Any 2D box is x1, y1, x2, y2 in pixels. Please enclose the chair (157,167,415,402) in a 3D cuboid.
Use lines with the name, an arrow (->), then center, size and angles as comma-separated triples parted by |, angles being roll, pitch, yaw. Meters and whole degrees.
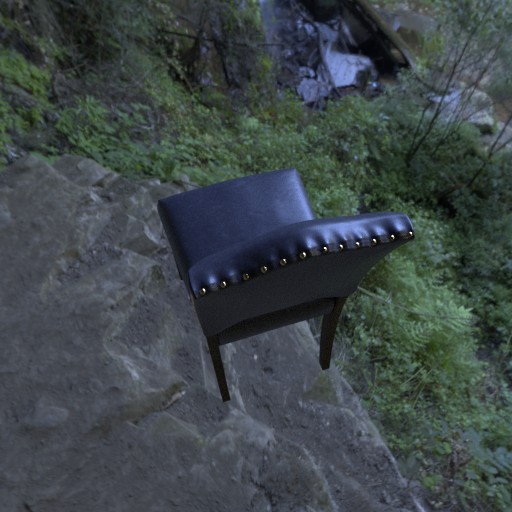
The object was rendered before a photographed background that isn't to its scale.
chair -> 0.000, 0.000, 1.327 | 0.500, 0.991, 0.633 | -15, 59, -9
